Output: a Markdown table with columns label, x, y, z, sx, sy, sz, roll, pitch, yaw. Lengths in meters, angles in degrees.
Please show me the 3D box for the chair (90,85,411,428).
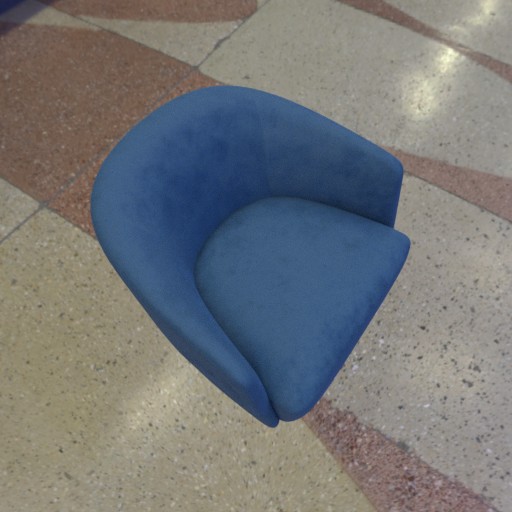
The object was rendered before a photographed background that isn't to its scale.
| label | x | y | z | sx | sy | sz | roll | pitch | yaw |
| --- | --- | --- | --- | --- | --- | --- | --- | --- | --- |
| chair | 0.000 | 0.000 | 1.346 | 0.767 | 0.698 | 0.773 | 32 | 64 | 18 |
